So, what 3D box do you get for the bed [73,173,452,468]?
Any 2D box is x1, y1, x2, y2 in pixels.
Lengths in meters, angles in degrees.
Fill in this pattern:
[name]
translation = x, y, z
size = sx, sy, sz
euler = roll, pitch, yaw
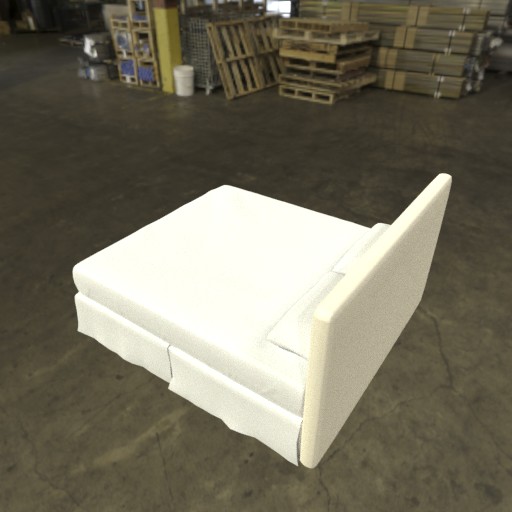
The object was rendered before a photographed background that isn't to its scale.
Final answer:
[bed]
translation = 0.000, 0.000, 3.631
size = 2.341, 1.317, 2.119
euler = 21, 39, 29
